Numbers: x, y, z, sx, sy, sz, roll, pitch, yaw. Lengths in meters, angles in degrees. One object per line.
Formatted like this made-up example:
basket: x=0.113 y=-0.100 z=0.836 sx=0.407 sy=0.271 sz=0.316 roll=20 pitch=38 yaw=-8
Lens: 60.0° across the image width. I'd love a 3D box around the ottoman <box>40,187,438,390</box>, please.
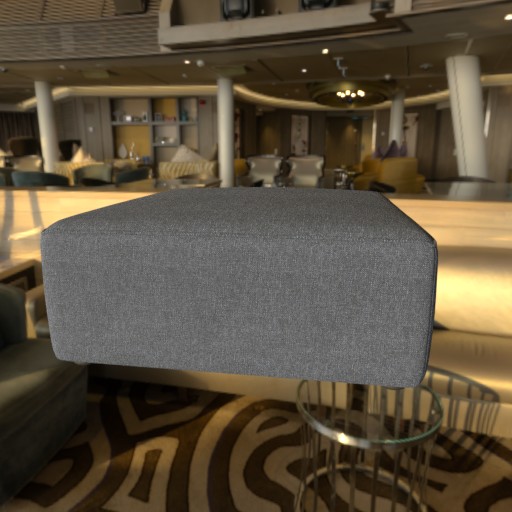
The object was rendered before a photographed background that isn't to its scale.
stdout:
ottoman: x=0.000 y=0.000 z=1.555 sx=1.000 sy=0.439 sz=1.000 roll=2 pitch=14 yaw=9
